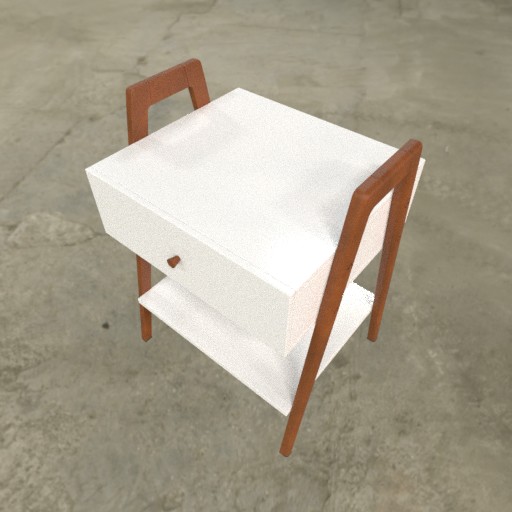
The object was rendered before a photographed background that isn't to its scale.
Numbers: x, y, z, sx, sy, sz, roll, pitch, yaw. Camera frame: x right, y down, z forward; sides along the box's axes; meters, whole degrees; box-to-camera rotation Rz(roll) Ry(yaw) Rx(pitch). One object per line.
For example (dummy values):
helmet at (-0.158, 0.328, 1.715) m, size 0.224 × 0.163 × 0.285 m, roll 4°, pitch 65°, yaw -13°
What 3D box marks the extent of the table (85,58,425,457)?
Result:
table at (0.000, 0.000, 0.883) m, size 0.457 × 0.610 × 0.405 m, roll 31°, pitch 53°, yaw 26°
